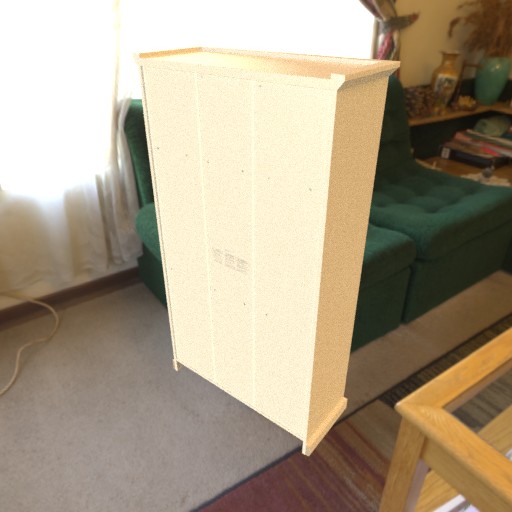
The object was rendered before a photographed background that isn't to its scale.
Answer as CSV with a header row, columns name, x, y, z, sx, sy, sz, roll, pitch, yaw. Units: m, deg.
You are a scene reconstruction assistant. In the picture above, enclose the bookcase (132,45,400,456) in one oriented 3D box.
name,x,y,z,sx,sy,sz,roll,pitch,yaw
bookcase,0.000,0.000,2.279,1.050,1.880,0.432,22,37,32
